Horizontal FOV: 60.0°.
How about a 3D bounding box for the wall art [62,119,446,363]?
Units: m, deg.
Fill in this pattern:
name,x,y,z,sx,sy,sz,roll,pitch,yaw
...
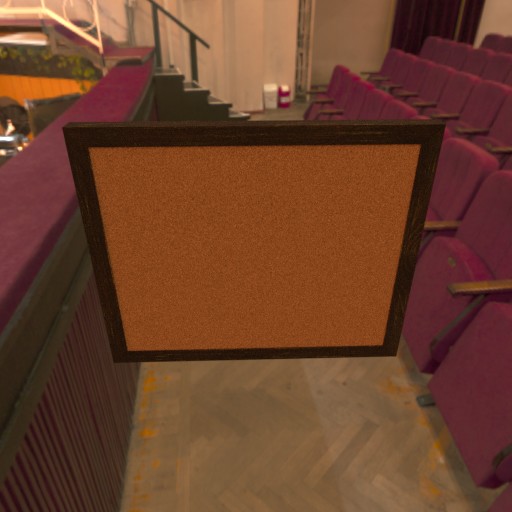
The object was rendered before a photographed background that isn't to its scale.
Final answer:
name,x,y,z,sx,sy,sz,roll,pitch,yaw
wall art,0.000,0.000,0.773,0.558,0.457,0.032,-1,30,-2
